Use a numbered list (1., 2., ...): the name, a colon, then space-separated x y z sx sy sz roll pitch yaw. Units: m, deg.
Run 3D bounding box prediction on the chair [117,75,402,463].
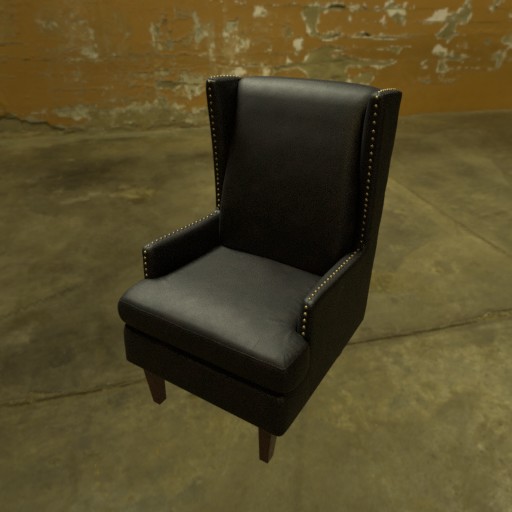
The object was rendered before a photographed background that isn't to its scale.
1. chair: 0.000 0.000 1.620 0.703 1.142 0.799 17 33 27
